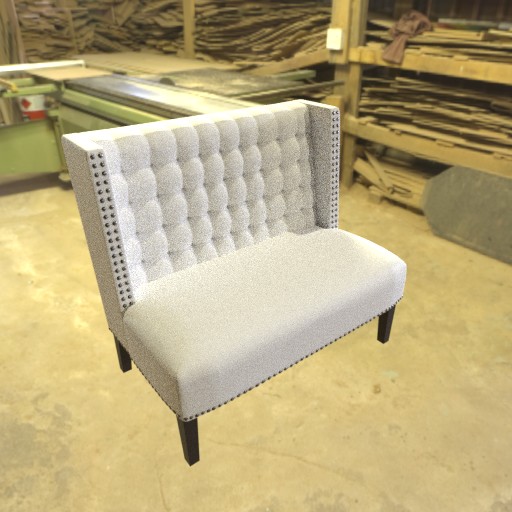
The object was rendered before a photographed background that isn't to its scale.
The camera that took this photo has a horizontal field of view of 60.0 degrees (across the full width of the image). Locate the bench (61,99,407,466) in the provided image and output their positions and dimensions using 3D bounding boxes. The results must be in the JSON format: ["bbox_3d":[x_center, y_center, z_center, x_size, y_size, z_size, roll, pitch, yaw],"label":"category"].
[{"bbox_3d":[0.000,0.000,2.018,1.280,1.123,0.847,-21,35,-32],"label":"bench"}]
